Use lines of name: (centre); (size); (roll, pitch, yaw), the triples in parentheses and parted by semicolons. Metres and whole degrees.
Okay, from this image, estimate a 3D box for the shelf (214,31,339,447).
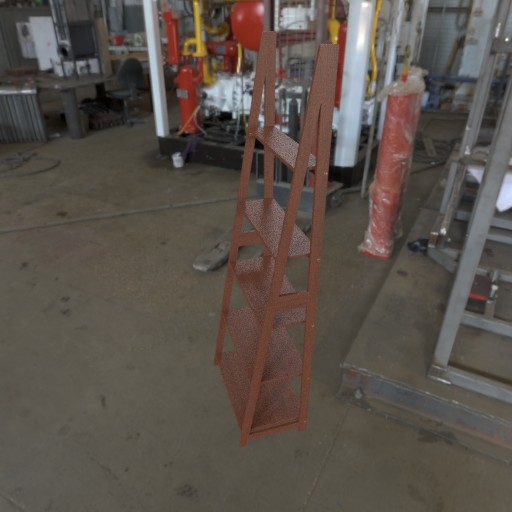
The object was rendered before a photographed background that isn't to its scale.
shelf: (0.000, 0.000, 1.999); (0.350, 1.770, 0.600); (-9, 32, -15)
